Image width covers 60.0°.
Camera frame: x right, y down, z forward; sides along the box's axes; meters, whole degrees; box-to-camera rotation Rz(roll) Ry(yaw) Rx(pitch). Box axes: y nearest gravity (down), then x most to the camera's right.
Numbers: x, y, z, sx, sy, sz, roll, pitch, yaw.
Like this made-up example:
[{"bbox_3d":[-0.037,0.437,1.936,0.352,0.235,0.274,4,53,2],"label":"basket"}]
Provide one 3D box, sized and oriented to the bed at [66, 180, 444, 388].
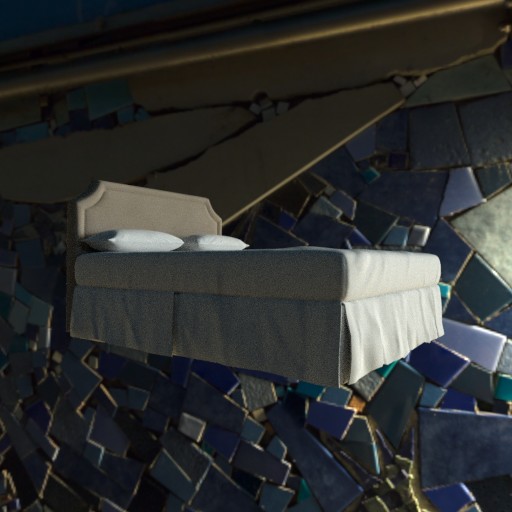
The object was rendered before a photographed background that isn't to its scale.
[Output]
[{"bbox_3d":[0.000,0.000,3.586,2.498,1.293,1.977,0,0,36],"label":"bed"}]
